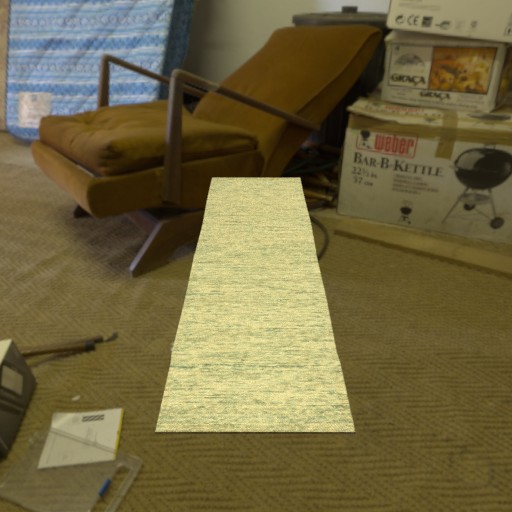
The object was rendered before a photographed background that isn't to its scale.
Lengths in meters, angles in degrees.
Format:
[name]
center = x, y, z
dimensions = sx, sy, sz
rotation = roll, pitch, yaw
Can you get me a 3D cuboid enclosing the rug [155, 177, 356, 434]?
[rug]
center = 0.000, 0.000, 2.489
dimensions = 0.700, 0.014, 2.290
rotation = 0, 32, 0
